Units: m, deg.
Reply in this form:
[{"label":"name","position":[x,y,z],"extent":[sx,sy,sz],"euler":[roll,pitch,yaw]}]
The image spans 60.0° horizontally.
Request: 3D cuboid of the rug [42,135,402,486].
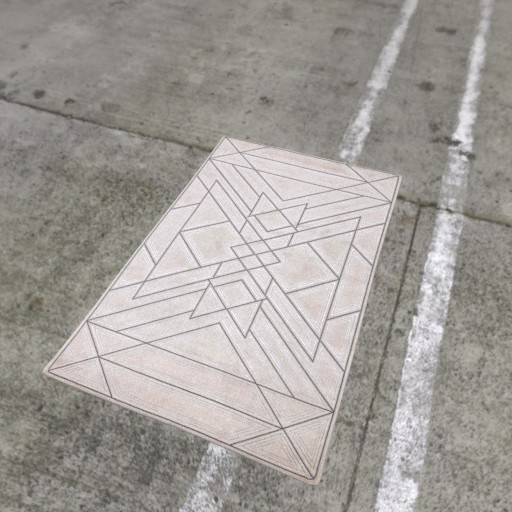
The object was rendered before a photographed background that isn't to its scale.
[{"label":"rug","position":[0.000,0.000,2.994],"extent":[1.575,0.023,2.459],"euler":[16,50,14]}]
